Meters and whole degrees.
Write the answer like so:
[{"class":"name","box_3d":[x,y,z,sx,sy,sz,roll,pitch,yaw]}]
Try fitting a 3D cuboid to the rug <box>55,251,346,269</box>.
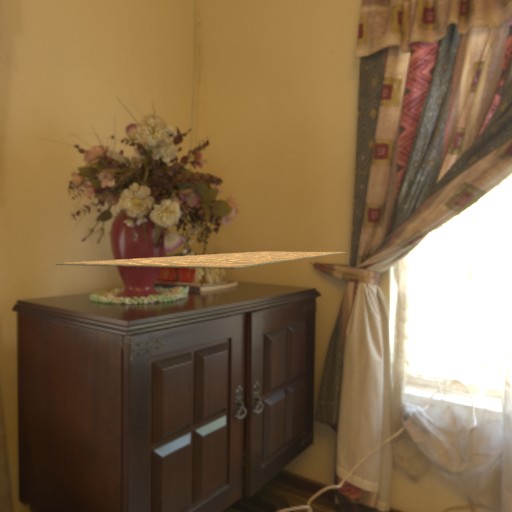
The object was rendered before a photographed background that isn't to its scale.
[{"class":"rug","box_3d":[0.000,0.000,2.501,0.684,0.009,2.275,1,2,20]}]
